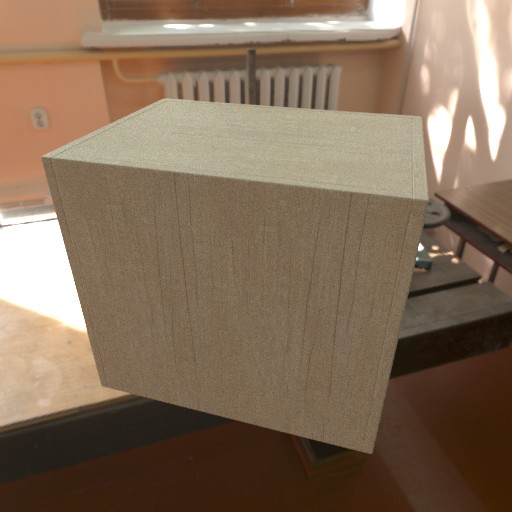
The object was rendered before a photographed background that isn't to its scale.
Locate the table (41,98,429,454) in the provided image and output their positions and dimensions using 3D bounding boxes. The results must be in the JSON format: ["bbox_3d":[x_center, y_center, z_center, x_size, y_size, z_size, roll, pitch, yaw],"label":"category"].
[{"bbox_3d":[0.000,0.000,0.920,0.570,0.510,0.420,9,33,14],"label":"table"}]
